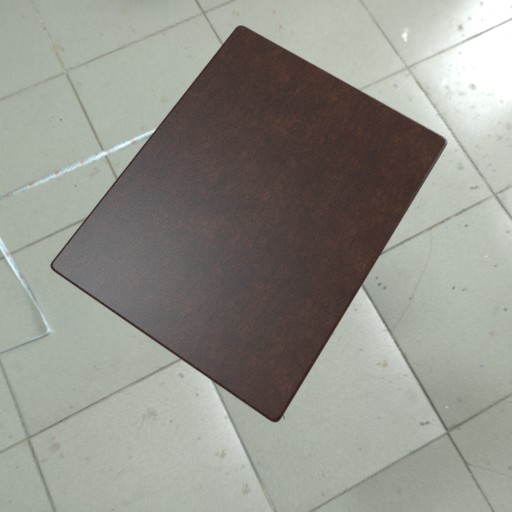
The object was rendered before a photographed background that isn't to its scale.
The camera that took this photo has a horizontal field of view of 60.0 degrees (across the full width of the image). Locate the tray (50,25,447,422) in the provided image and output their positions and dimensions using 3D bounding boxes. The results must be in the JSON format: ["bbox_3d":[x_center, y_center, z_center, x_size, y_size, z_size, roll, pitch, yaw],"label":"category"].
[{"bbox_3d":[0.000,0.000,0.960,0.381,0.660,0.483,32,78,8],"label":"tray"}]
